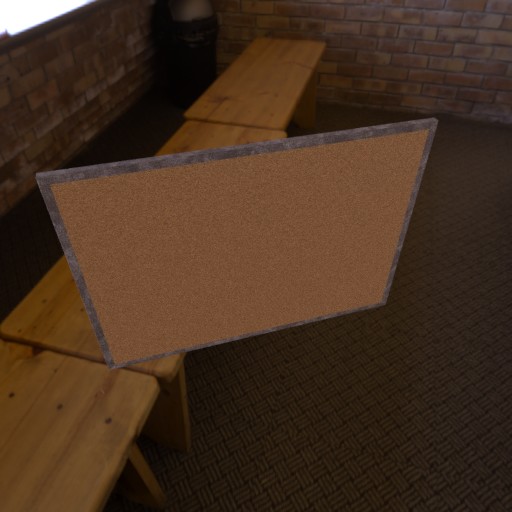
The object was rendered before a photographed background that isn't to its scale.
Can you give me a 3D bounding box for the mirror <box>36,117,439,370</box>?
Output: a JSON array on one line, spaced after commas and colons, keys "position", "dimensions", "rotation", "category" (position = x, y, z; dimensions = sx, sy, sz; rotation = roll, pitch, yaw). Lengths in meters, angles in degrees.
[{"position": [0.000, 0.000, 1.445], "dimensions": [1.101, 0.795, 0.022], "rotation": [-11, 43, -12], "category": "mirror"}]
